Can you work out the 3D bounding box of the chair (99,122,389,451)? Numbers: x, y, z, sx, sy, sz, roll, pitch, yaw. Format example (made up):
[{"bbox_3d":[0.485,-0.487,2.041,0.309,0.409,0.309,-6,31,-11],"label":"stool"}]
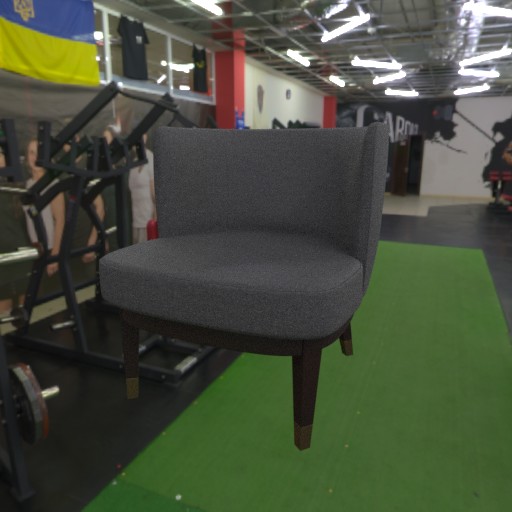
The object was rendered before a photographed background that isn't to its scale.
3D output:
[{"bbox_3d":[0.000,0.000,1.217,0.639,0.695,0.698,7,15,24],"label":"chair"}]
